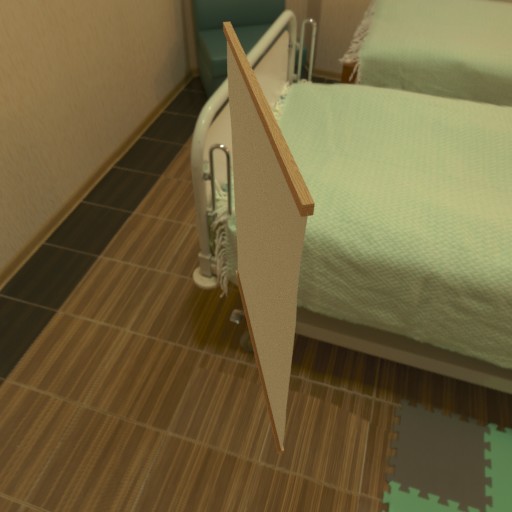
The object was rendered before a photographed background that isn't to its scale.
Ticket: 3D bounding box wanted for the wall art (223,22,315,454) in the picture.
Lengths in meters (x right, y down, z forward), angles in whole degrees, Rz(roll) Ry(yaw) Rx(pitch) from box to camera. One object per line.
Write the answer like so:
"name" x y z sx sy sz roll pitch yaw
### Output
"wall art" 0.000 0.000 0.768 0.011 0.605 0.458 -9 47 -8
